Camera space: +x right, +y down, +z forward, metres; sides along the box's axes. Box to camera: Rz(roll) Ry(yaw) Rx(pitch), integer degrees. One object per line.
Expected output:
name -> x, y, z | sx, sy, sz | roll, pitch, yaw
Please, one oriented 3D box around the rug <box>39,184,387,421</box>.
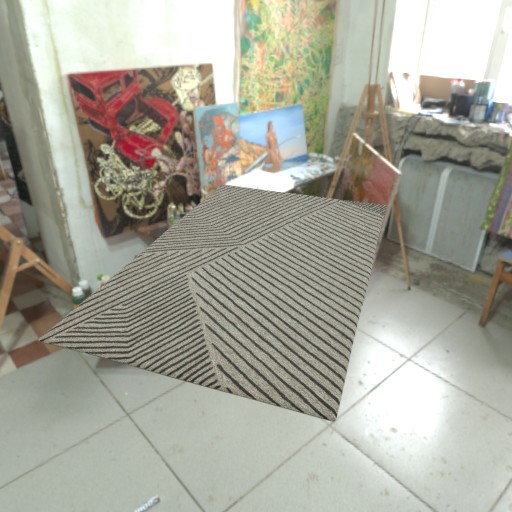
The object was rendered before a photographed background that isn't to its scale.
rug -> 0.000, 0.000, 3.037 | 1.539, 0.023, 2.406 | 10, 31, 17
